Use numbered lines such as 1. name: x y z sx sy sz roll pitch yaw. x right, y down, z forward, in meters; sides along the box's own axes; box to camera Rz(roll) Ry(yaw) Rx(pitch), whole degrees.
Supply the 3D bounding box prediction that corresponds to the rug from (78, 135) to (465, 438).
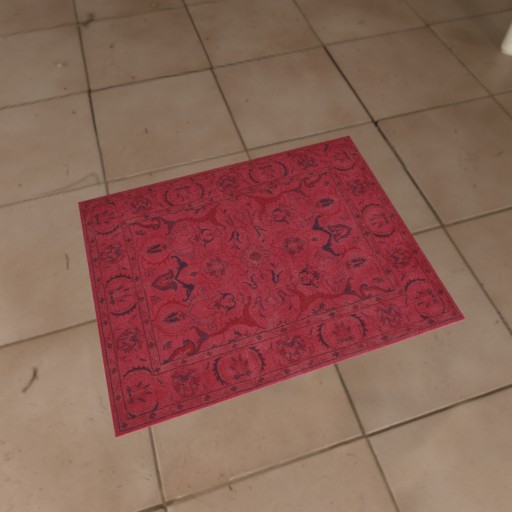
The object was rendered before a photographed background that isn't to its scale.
1. rug: 0.000 0.000 4.038 2.929 0.012 2.300 -16 60 -10
